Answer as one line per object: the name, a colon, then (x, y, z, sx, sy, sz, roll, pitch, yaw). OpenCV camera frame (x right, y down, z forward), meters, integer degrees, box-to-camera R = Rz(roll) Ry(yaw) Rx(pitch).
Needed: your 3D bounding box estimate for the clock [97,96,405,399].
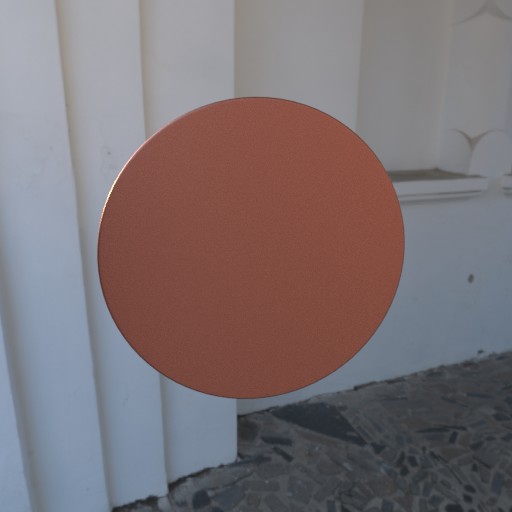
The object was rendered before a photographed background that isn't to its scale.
clock: (0.000, 0.000, 0.466, 0.313, 0.313, 0.040, -2, 14, -9)
